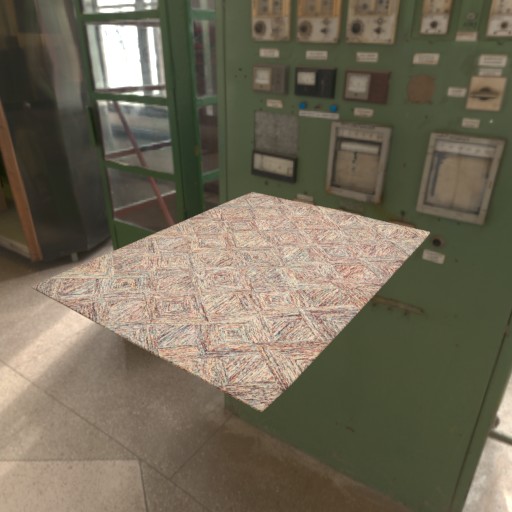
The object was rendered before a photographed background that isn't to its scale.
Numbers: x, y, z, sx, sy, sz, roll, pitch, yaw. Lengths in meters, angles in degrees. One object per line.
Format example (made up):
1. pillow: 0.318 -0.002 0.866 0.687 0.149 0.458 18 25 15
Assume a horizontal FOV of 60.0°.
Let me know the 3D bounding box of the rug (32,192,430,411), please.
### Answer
1. rug: 0.000 0.000 4.324 2.436 0.024 3.226 18 31 32
